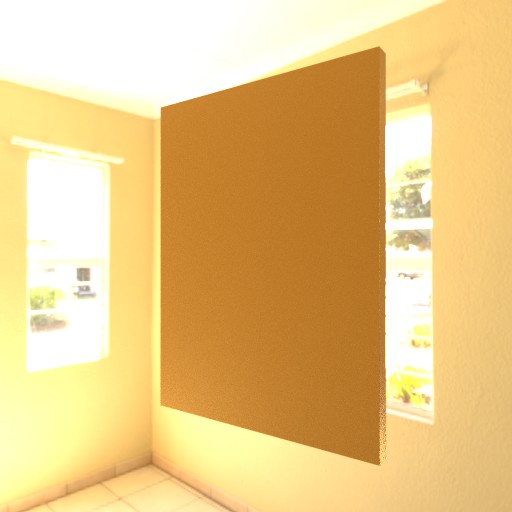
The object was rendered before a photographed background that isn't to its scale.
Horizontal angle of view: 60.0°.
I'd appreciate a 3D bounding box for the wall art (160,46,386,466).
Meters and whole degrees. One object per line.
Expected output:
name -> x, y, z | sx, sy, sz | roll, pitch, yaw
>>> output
wall art -> 0.000, 0.000, 1.047 | 0.610, 0.812, 0.038 | 0, 0, 35
